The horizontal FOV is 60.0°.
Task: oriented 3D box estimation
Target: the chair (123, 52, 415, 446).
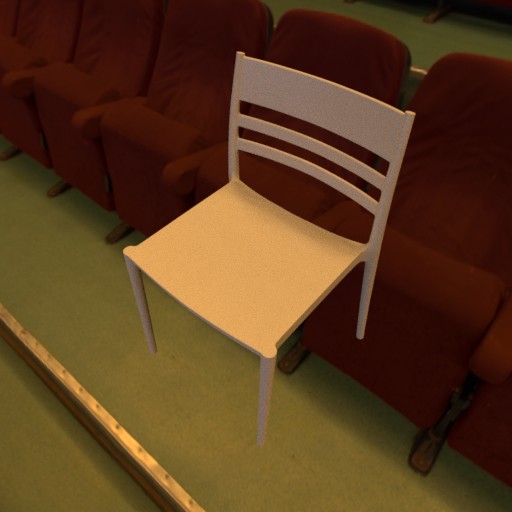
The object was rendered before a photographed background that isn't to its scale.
[{"bbox_3d":[0.000,0.000,1.160,0.531,0.800,0.511,31,54,26],"label":"chair"}]
